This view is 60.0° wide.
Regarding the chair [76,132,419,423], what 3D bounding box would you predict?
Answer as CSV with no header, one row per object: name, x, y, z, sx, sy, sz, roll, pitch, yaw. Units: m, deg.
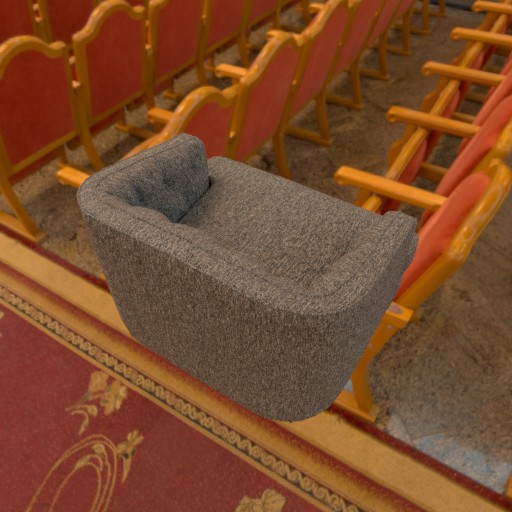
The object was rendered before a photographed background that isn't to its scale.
chair,0.000,0.000,1.831,1.104,0.852,0.941,25,52,21
